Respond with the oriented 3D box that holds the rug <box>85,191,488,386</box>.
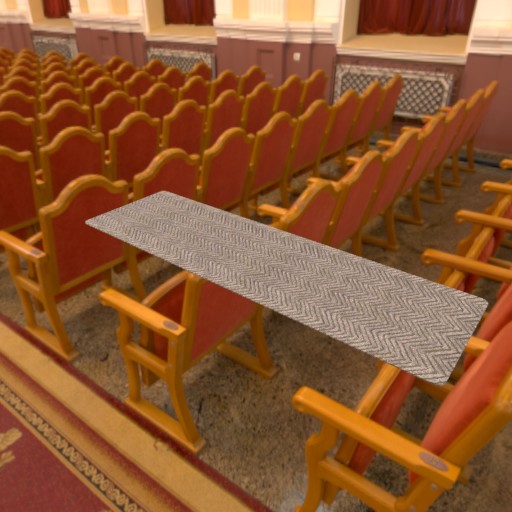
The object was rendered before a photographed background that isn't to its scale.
[{"bbox_3d":[0.000,0.000,2.482,2.286,0.008,0.686,21,36,32],"label":"rug"}]
